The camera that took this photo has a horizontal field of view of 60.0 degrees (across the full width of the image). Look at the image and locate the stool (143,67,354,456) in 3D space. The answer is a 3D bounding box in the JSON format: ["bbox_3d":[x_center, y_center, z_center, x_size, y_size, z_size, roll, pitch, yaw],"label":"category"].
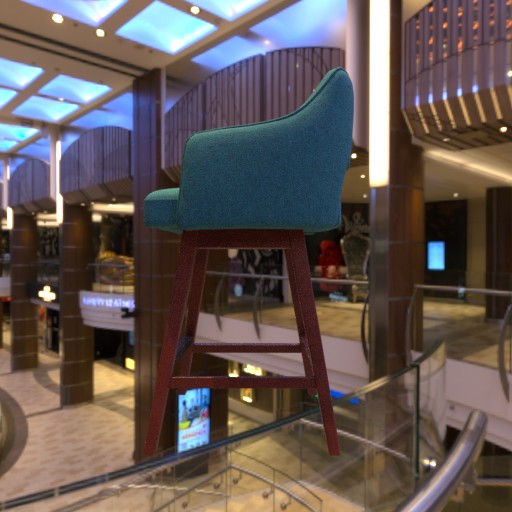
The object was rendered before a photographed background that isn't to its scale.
[{"bbox_3d":[0.000,0.000,1.302,0.556,0.961,0.548,0,1,0],"label":"stool"}]
